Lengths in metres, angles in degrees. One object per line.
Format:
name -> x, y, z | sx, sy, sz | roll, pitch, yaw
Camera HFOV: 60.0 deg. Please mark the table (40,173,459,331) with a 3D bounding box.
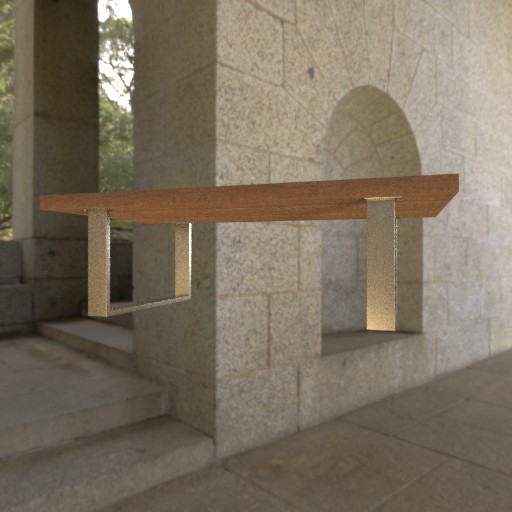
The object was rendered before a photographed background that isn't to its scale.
table -> 0.000, 0.000, 1.780 | 1.400, 0.440, 0.800 | 0, 0, 18
